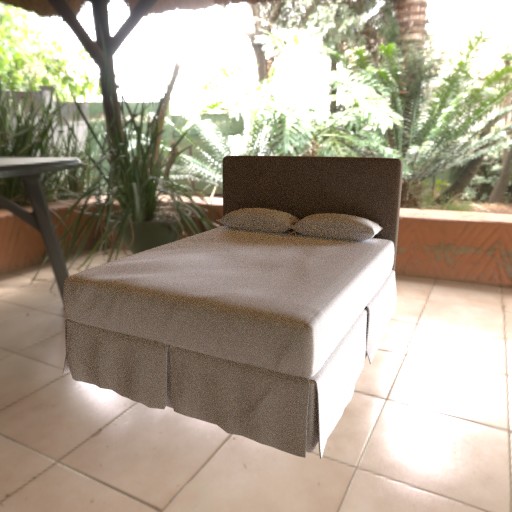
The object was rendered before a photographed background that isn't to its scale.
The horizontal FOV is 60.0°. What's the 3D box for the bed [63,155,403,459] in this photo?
[{"bbox_3d":[0.000,0.000,3.155,1.723,1.330,2.142,7,16,26],"label":"bed"}]
